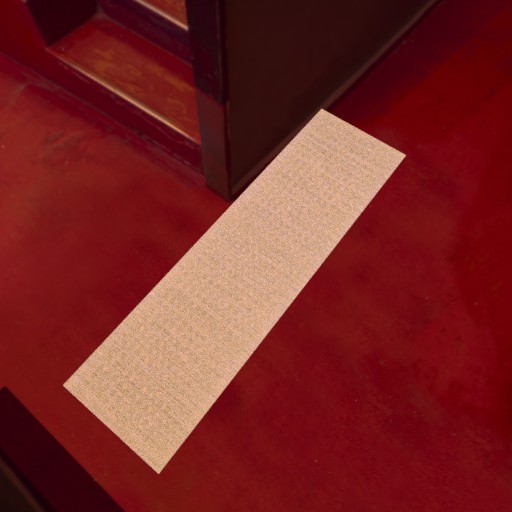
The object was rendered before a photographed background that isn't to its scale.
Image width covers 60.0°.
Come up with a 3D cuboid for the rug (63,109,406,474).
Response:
[{"bbox_3d":[0.000,0.000,2.664,0.686,0.006,2.437,35,69,16],"label":"rug"}]
